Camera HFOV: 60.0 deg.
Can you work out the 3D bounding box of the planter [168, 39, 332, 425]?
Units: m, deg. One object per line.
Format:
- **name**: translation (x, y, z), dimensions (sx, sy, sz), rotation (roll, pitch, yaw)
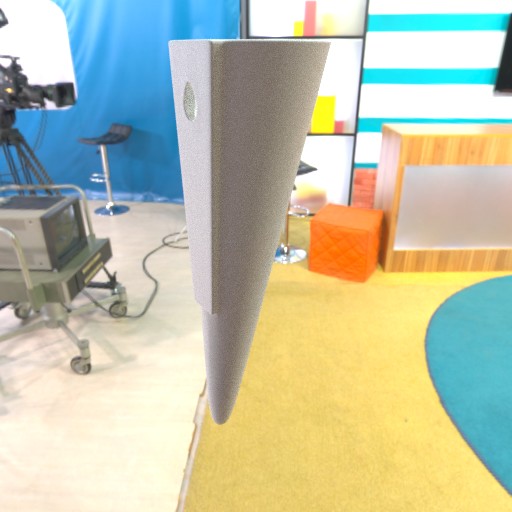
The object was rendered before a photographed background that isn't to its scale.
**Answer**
- **planter**: translation (0.000, 0.000, 0.221), dimensions (0.064, 0.193, 0.057), rotation (-17, 30, -32)
